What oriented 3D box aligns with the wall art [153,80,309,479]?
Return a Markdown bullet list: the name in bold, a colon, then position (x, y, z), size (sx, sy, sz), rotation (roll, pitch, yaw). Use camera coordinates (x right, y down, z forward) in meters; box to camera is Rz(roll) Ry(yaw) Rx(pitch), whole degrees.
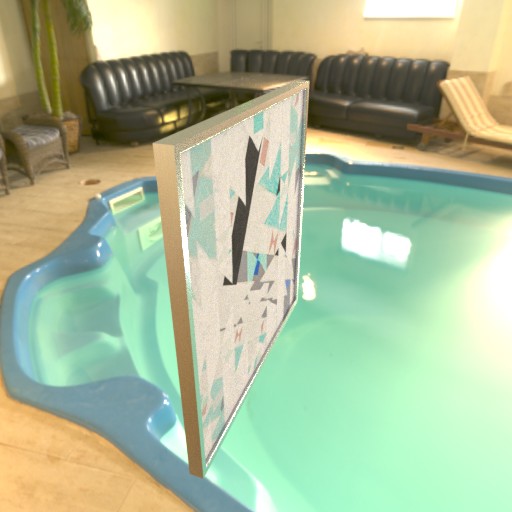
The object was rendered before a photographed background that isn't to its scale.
- **wall art**: position (0.000, 0.000, 1.212), size (0.038, 0.806, 0.806), rotation (10, 30, 18)
